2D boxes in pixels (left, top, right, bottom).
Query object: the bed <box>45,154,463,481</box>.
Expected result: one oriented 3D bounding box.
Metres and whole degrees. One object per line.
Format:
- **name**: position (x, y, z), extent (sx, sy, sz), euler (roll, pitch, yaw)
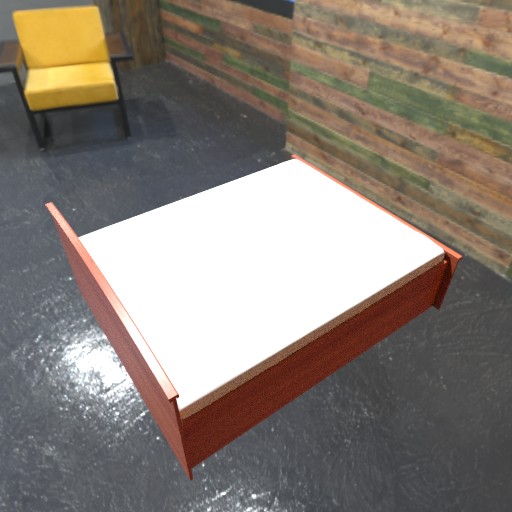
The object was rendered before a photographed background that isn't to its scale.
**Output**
- **bed**: position (0.000, 0.000, 2.949), extent (2.053, 0.848, 1.683), euler (-25, 47, -26)
